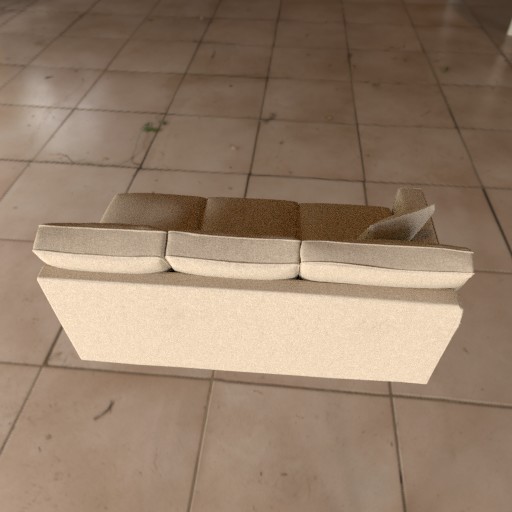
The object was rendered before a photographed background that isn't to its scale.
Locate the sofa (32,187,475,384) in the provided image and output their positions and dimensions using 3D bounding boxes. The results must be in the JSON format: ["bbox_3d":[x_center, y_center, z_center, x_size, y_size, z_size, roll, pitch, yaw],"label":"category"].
[{"bbox_3d":[0.000,0.000,2.521,1.962,0.946,1.034,3,46,3],"label":"sofa"}]
